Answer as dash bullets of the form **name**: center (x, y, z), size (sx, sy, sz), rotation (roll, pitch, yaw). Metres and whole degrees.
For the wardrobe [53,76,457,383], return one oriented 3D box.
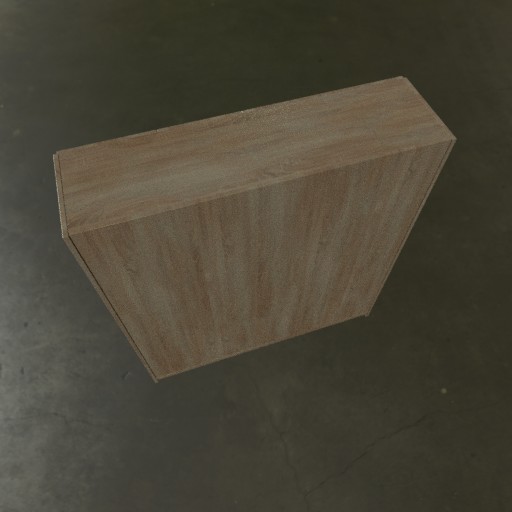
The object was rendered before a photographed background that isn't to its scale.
- **wardrobe**: center (0.000, 0.000, 3.193), size (1.998, 2.159, 0.598), rotation (-16, 59, -10)
